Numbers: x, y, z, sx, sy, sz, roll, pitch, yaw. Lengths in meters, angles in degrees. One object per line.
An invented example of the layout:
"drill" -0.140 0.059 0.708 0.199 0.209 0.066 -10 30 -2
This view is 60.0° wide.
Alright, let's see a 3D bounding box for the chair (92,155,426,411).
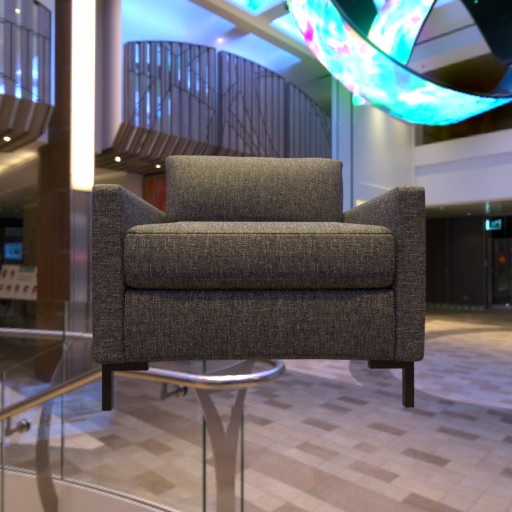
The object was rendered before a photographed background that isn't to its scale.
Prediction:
"chair" 0.000 0.000 1.637 0.963 0.861 0.866 0 -1 -2
